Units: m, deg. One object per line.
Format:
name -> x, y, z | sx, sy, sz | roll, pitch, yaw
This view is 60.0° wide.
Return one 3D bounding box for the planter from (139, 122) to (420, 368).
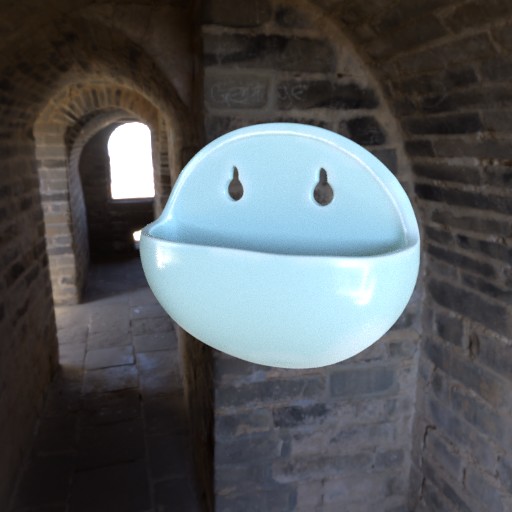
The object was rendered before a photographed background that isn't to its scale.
planter -> 0.000, 0.000, 0.278 | 0.189, 0.164, 0.073 | 7, 15, 25
